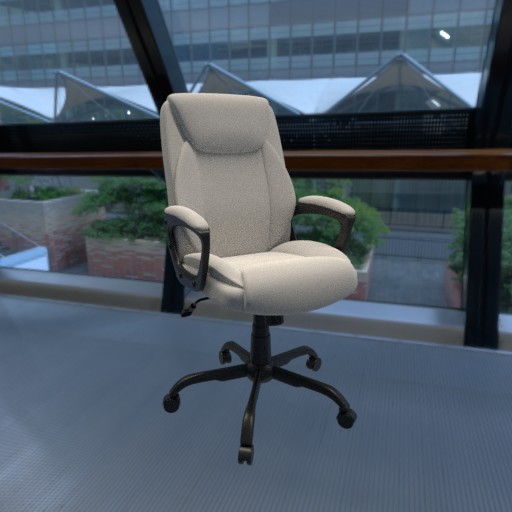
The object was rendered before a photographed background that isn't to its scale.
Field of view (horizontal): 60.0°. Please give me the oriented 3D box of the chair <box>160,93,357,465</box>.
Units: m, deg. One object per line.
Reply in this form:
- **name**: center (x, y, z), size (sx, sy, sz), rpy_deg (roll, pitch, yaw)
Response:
- **chair**: center (0.000, 0.000, 1.484), size (0.663, 1.065, 0.669), rpy_deg (-8, 17, -27)
